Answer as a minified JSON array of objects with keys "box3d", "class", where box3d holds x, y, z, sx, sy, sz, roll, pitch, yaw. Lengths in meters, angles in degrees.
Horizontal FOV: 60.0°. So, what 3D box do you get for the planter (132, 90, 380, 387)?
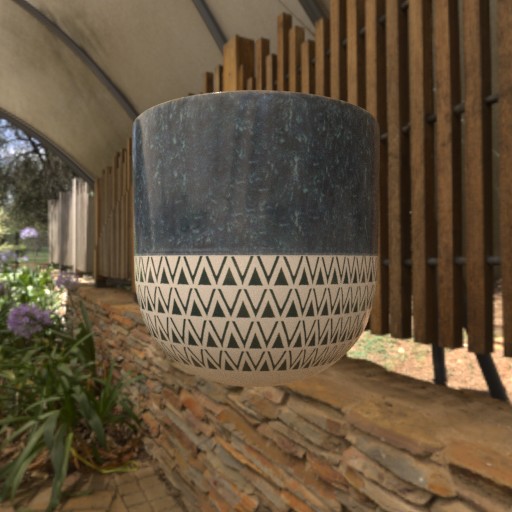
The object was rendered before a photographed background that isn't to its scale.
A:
[{"box3d":[0.000,0.000,0.494,0.266,0.270,0.266,0,-1,0],"class":"planter"}]
